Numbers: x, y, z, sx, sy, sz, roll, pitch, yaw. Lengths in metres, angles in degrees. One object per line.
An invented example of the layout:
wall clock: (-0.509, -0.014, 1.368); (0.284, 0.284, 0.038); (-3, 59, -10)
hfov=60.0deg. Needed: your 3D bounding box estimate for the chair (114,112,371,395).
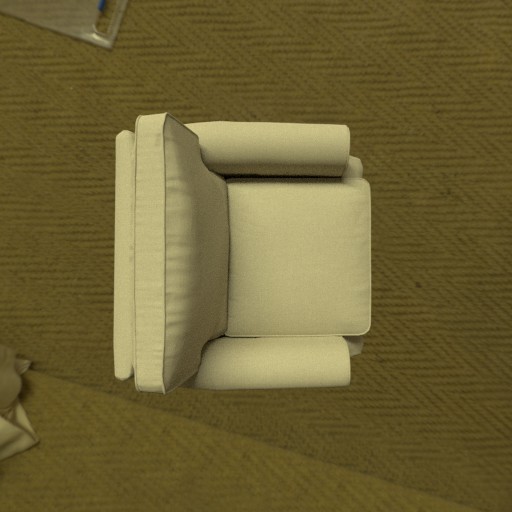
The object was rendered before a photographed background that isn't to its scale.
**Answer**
chair: (0.000, 0.000, 1.788); (0.966, 0.967, 1.029); (0, 89, 0)
